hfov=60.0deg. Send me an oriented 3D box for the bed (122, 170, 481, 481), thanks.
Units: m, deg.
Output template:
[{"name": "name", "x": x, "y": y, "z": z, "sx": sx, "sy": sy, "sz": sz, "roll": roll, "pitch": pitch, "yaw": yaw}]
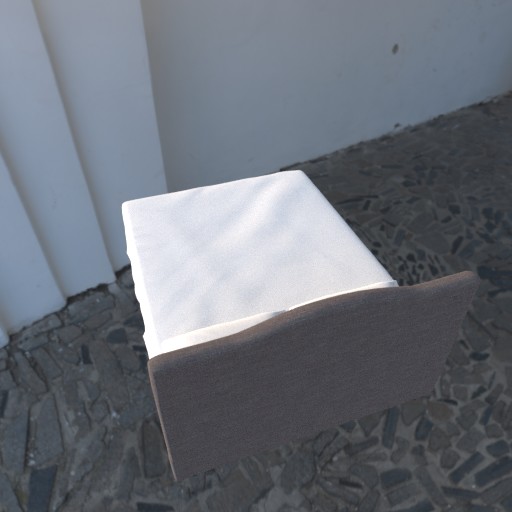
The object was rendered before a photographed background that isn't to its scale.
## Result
[{"name": "bed", "x": 0.000, "y": 0.000, "z": 3.840, "sx": 2.161, "sy": 1.457, "sz": 2.689, "roll": -13, "pitch": 43, "yaw": -14}]
